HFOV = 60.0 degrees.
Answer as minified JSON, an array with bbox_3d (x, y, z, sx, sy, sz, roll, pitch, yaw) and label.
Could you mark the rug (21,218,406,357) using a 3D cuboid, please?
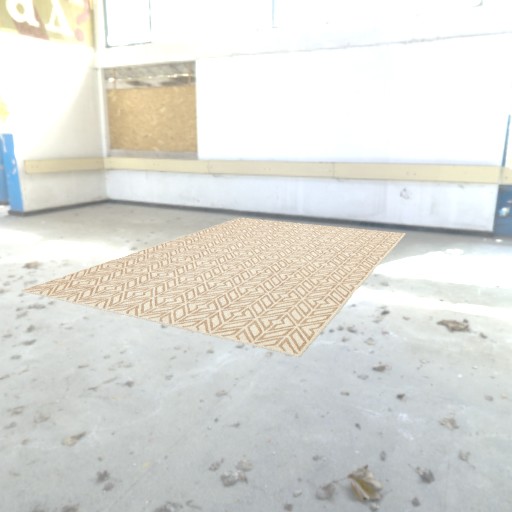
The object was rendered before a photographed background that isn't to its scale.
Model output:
[{"bbox_3d":[0.000,0.000,2.324,1.220,0.007,1.828,8,17,26],"label":"rug"}]
